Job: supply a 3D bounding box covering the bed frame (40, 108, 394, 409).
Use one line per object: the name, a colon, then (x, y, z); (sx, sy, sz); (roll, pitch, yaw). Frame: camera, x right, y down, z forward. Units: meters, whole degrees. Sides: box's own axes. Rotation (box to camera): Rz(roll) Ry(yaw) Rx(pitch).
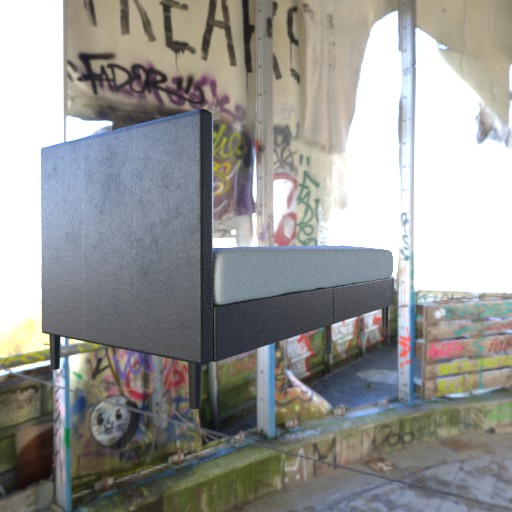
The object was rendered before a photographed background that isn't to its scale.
bed frame: (0.000, 0.000, 2.520); (1.038, 1.046, 2.152); (1, 1, 35)
